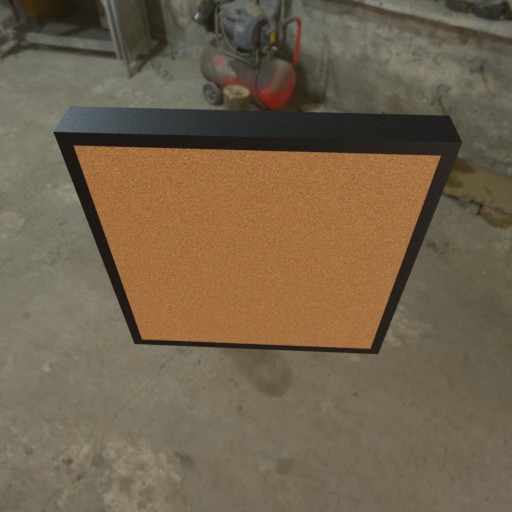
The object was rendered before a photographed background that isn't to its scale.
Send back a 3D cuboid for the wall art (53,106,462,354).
[{"bbox_3d":[0.000,0.000,0.454,0.305,0.304,0.038,2,48,2],"label":"wall art"}]
